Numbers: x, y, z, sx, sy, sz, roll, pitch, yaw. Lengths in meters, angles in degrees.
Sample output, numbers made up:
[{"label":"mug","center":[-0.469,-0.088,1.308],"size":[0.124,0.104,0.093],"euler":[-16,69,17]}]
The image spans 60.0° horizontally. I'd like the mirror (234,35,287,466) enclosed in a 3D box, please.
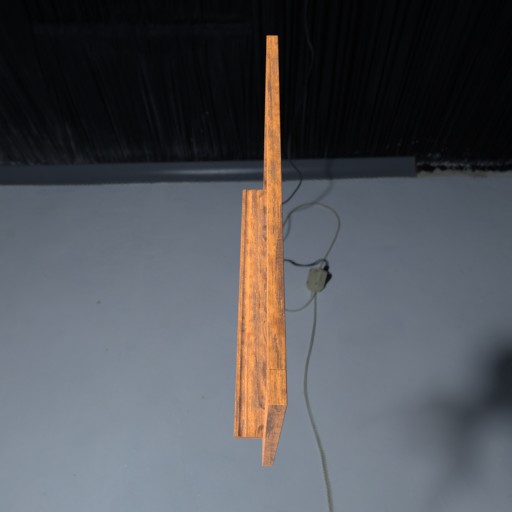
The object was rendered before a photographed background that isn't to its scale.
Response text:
[{"label":"mirror","center":[0.000,0.000,0.955],"size":[0.084,0.537,0.758],"euler":[1,58,0]}]
